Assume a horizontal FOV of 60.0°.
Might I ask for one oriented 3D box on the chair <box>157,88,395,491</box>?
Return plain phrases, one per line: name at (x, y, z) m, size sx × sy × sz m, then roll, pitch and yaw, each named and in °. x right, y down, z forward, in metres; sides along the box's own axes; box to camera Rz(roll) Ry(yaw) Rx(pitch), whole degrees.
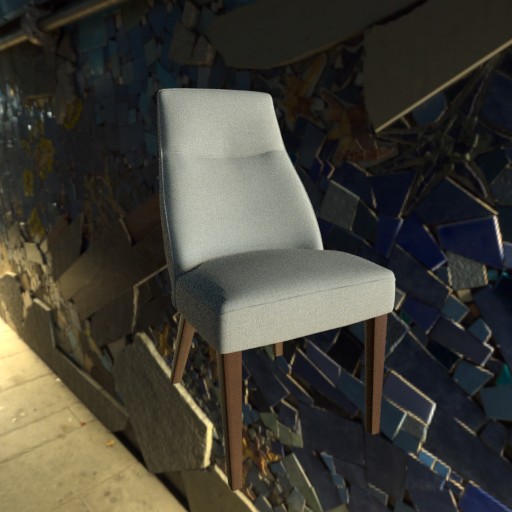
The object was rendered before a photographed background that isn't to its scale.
chair at (0.000, 0.000, 1.268) m, size 0.500 × 0.930 × 0.620 m, roll -8°, pitch 18°, yaw -27°
